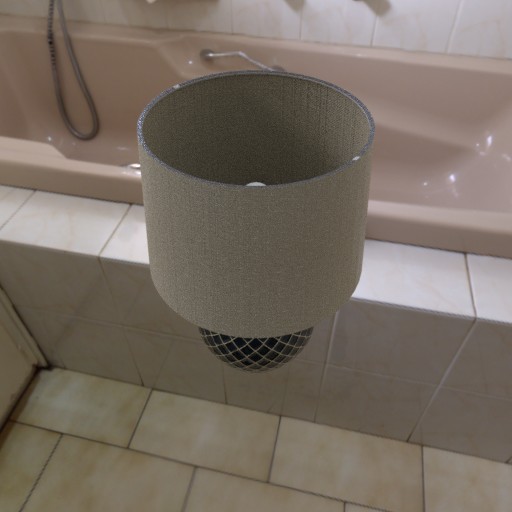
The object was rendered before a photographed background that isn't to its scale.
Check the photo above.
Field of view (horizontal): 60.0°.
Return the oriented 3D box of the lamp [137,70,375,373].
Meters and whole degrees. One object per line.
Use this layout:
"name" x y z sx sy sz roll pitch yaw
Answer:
"lamp" 0.000 0.000 0.804 0.376 0.540 0.376 0 45 0
